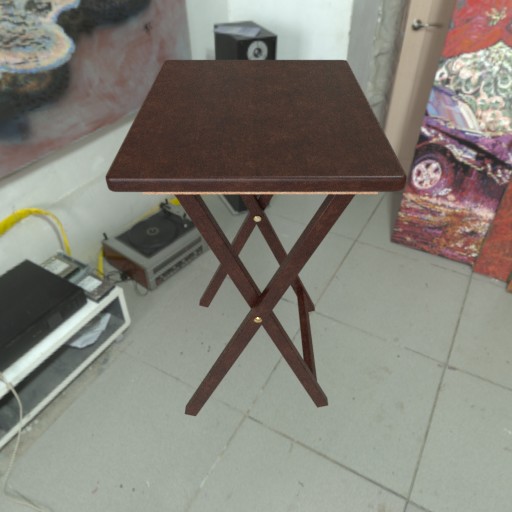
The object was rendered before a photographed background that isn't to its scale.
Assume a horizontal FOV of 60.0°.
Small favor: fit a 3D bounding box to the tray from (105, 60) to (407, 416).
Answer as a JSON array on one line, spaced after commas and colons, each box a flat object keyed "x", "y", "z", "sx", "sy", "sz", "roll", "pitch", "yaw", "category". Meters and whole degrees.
[{"x": 0.000, "y": 0.000, "z": 0.948, "sx": 0.381, "sy": 0.660, "sz": 0.483, "roll": 0, "pitch": 40, "yaw": 0, "category": "tray"}]
